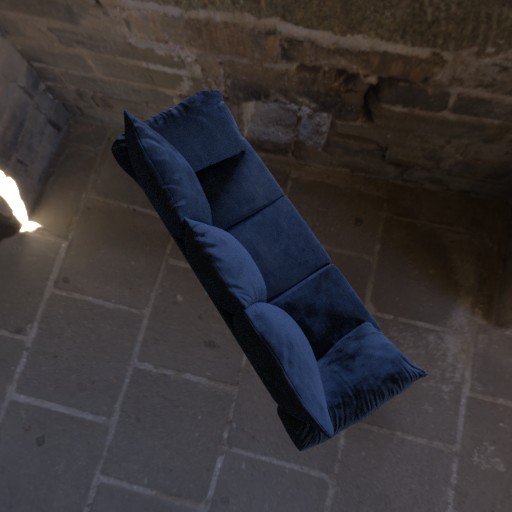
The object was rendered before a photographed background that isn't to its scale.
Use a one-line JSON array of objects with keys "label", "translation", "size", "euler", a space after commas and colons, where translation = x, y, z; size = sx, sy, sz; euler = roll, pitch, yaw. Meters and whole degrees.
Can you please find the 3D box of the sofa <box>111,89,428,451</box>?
[{"label": "sofa", "translation": [0.000, 0.000, 2.965], "size": [0.907, 1.091, 2.390], "euler": [-32, 77, -8]}]
